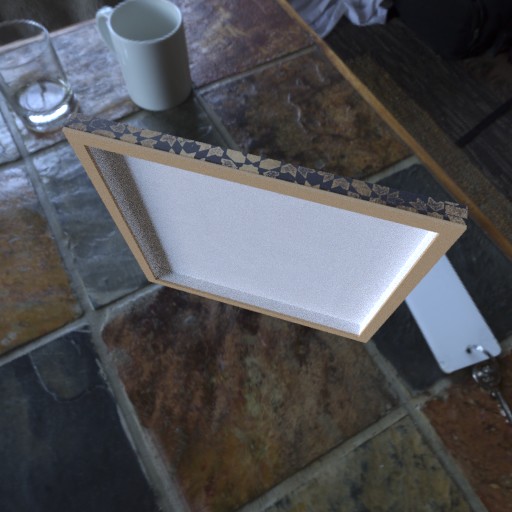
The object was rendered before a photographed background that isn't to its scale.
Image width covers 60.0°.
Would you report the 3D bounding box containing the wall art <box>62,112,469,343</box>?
[{"bbox_3d":[0.000,0.000,0.925,0.612,0.612,0.038,15,65,7],"label":"wall art"}]
